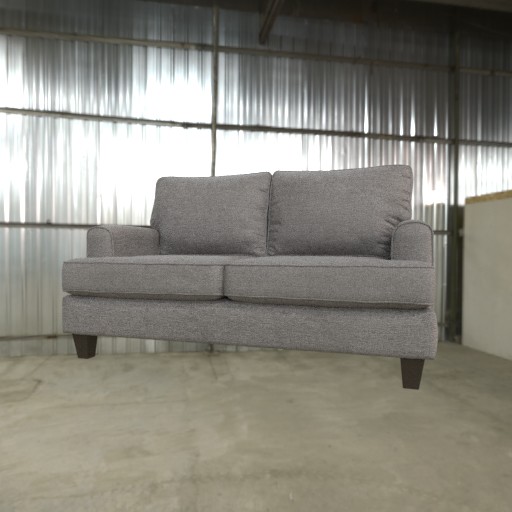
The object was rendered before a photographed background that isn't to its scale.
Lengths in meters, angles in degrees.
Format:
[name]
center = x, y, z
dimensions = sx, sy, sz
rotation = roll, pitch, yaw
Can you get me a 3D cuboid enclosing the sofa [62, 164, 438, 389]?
[sofa]
center = 0.000, 0.000, 2.240
dimensions = 1.651, 0.965, 0.965
rotation = 0, 1, 18
